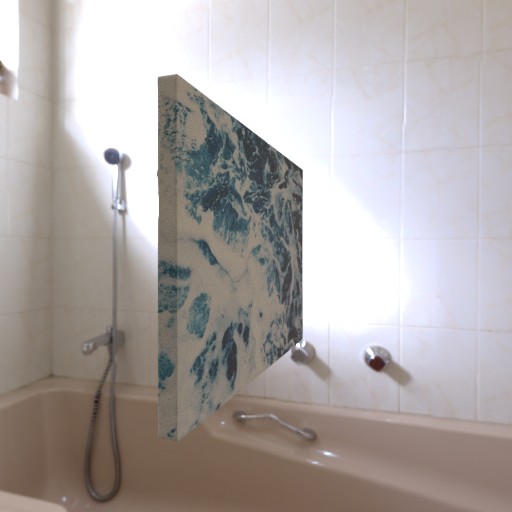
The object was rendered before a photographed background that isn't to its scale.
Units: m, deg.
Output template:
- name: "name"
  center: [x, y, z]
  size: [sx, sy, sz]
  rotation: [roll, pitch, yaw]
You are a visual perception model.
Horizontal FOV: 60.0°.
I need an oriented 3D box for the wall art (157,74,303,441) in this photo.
- name: "wall art"
  center: [0.000, 0.000, 1.169]
  size: [0.042, 0.610, 0.915]
  rotation: [0, 1, 19]
